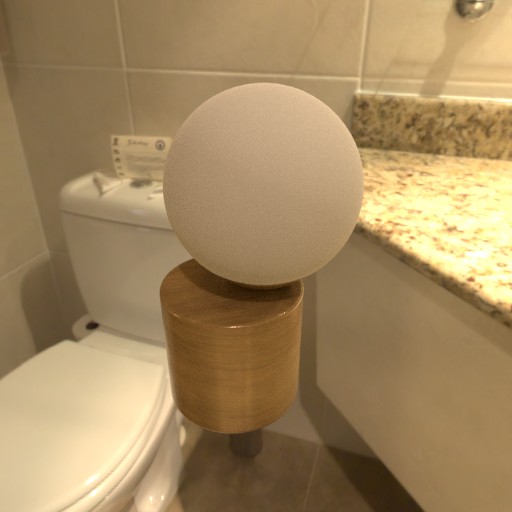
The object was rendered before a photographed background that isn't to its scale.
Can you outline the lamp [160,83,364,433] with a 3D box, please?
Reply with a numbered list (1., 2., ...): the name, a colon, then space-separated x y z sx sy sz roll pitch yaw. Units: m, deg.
1. lamp: 0.000 0.000 0.343 0.152 0.250 0.141 -9 29 -16
